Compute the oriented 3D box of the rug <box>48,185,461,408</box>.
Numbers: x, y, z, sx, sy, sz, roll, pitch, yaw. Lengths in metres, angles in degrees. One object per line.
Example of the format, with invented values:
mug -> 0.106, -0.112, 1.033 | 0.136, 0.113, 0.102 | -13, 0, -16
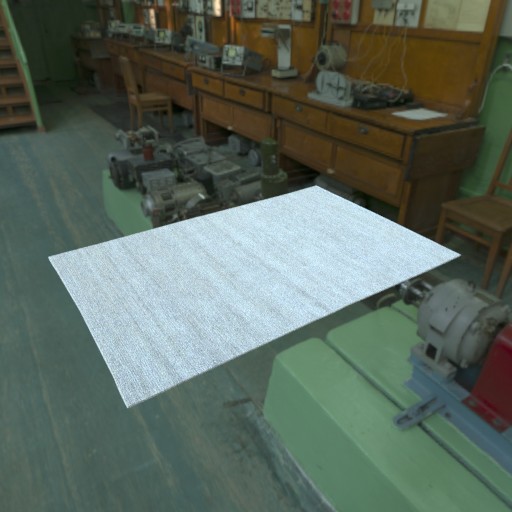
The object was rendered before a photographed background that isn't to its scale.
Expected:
rug -> 0.000, 0.000, 2.319 | 1.820, 0.022, 1.179 | -19, 35, -28
